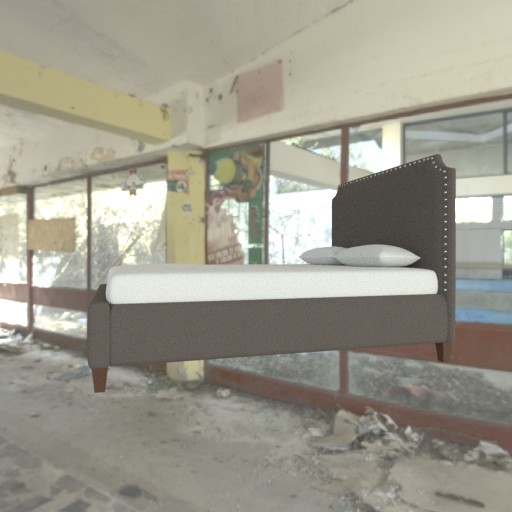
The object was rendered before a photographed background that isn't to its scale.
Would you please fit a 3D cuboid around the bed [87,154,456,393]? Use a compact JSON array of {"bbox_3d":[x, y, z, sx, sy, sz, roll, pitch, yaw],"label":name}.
[{"bbox_3d":[0.000,0.000,3.455,2.372,1.443,1.713,0,0,-18],"label":"bed"}]
